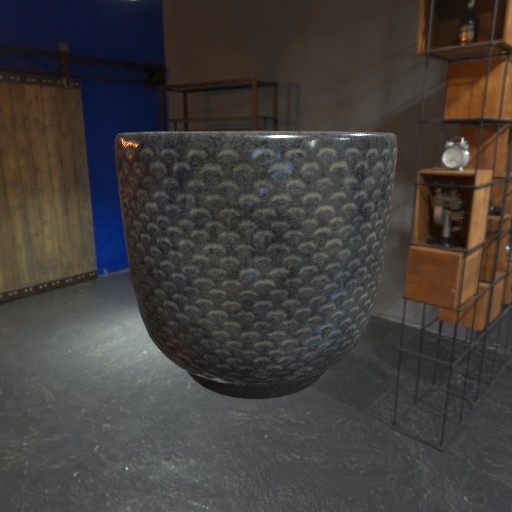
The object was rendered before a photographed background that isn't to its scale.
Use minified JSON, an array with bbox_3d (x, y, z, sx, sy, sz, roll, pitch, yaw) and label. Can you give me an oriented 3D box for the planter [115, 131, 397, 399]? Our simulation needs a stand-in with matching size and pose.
[{"bbox_3d":[0.000,0.000,0.243,0.140,0.129,0.140,0,15,0],"label":"planter"}]
